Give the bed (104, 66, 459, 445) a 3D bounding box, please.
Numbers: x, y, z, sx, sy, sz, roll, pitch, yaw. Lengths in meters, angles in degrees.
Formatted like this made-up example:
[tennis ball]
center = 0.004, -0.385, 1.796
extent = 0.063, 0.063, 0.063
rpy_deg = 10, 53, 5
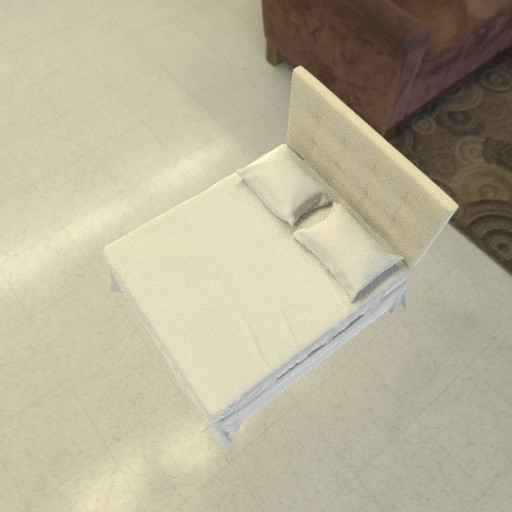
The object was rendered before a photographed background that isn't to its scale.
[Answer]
[bed]
center = 0.000, 0.000, 3.538
extent = 2.222, 1.577, 1.936
rpy_deg = -33, 67, -16
